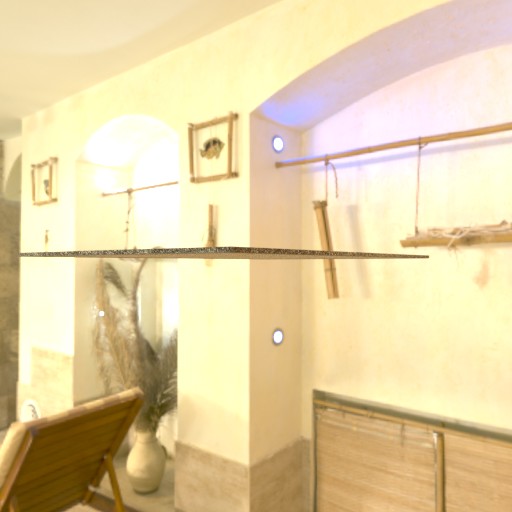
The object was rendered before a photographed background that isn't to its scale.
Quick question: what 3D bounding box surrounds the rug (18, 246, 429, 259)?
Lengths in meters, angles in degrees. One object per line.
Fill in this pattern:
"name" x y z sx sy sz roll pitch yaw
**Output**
"rug" 0.000 0.000 3.377 1.802 0.026 2.699 -1 -1 37
